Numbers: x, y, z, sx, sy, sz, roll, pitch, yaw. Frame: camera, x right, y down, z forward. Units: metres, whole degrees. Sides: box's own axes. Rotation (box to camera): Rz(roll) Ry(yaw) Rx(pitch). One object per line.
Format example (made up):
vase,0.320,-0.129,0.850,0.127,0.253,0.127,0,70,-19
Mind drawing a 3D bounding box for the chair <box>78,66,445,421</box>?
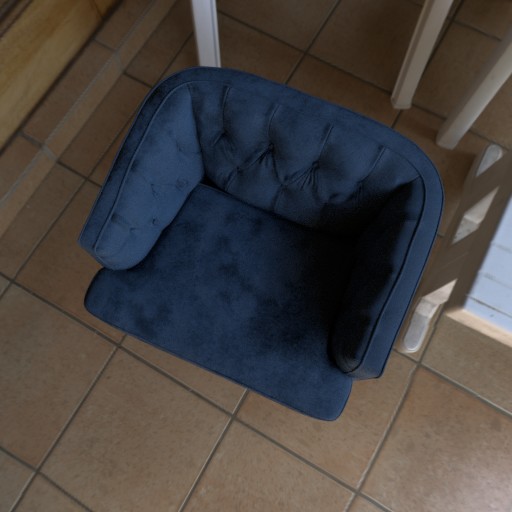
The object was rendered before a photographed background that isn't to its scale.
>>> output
chair,0.000,0.000,1.723,1.094,0.852,0.940,23,76,6
